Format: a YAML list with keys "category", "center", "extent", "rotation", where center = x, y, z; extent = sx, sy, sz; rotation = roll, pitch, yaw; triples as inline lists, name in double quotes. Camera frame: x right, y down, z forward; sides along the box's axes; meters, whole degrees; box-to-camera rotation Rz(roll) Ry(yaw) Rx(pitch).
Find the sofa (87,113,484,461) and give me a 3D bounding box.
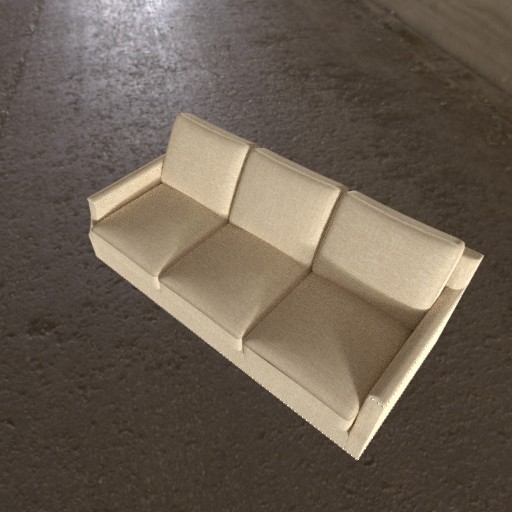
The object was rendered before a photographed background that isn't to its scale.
- category: "sofa"
  center: [0.000, 0.000, 2.747]
  extent: [2.210, 0.940, 1.041]
  rotation: [32, 54, 27]
